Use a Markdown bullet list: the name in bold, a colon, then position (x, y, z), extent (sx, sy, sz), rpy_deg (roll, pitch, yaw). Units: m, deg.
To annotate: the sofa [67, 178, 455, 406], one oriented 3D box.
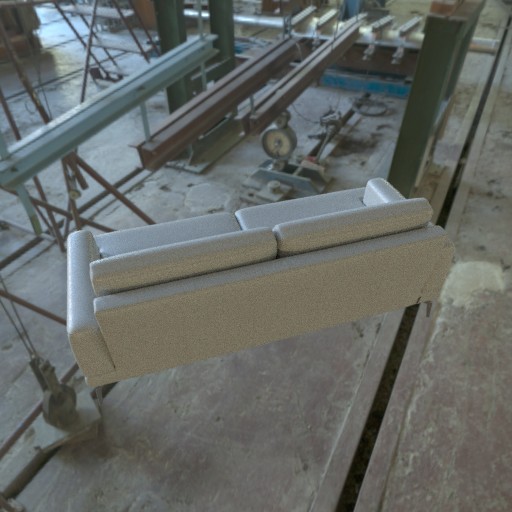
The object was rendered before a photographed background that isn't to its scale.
- **sofa**: position (0.000, 0.000, 2.448), extent (1.940, 0.765, 0.974), rpy_deg (-12, 41, -14)
